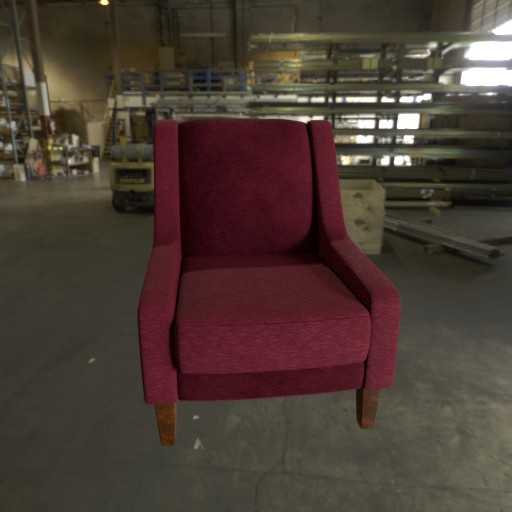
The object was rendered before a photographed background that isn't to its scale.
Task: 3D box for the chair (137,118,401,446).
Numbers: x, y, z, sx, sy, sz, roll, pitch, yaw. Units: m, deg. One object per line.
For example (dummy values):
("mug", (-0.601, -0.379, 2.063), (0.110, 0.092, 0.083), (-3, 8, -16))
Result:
("chair", (0.000, 0.000, 1.692), (0.793, 1.017, 0.985), (-2, 16, -7))
